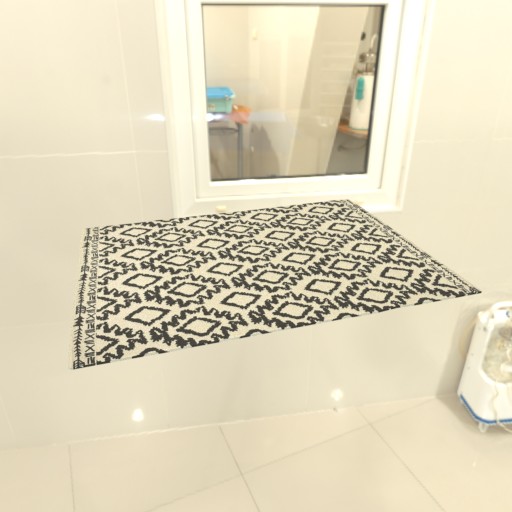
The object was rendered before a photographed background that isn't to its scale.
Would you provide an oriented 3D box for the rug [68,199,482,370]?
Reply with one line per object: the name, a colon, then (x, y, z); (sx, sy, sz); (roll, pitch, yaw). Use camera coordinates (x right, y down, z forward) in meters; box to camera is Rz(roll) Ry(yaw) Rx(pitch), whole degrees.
rug: (0.000, 0.000, 4.399); (3.369, 0.036, 2.444); (-8, 28, -15)
